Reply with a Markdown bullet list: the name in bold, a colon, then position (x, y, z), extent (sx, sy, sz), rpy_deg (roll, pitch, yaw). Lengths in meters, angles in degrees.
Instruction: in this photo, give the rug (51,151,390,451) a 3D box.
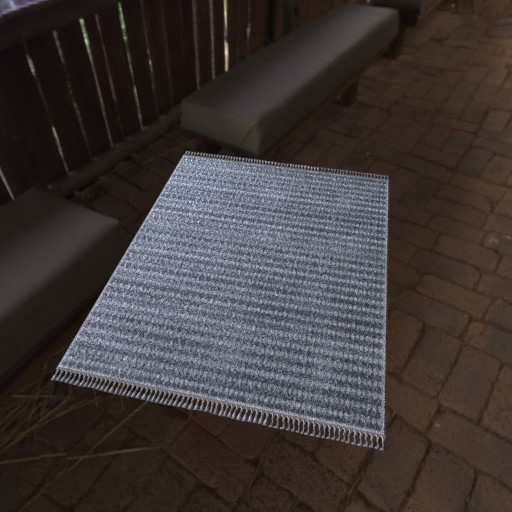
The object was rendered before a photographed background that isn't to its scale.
- **rug**: position (0.000, 0.000, 3.860), extent (2.256, 0.013, 2.910), rpy_deg (9, 46, 9)
